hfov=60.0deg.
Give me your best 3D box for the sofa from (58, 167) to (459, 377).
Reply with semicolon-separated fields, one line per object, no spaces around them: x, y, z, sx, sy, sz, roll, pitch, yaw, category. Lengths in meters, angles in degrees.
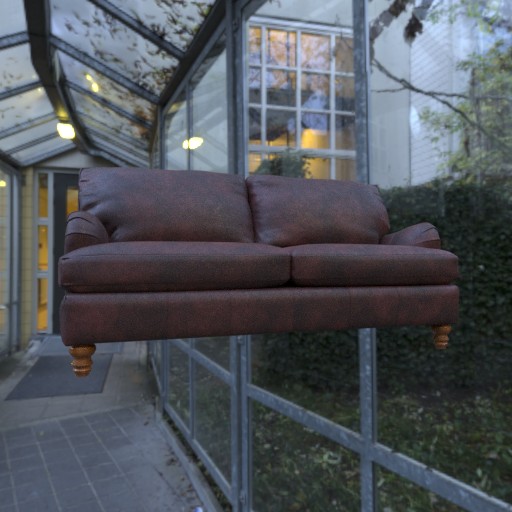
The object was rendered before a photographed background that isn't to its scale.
0.000;0.000;2.722;2.144;1.071;1.147;0;-1;-19;sofa
